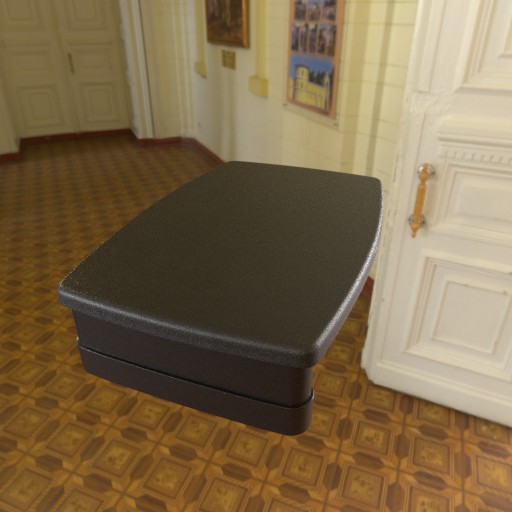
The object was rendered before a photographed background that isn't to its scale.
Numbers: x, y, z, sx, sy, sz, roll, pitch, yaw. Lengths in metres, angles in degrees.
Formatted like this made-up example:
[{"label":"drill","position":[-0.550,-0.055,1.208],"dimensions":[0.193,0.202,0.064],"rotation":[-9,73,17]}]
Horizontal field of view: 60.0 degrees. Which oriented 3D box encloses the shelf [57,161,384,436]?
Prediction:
[{"label":"shelf","position":[0.000,0.000,0.540],"dimensions":[0.280,0.100,0.410],"rotation":[11,31,18]}]
